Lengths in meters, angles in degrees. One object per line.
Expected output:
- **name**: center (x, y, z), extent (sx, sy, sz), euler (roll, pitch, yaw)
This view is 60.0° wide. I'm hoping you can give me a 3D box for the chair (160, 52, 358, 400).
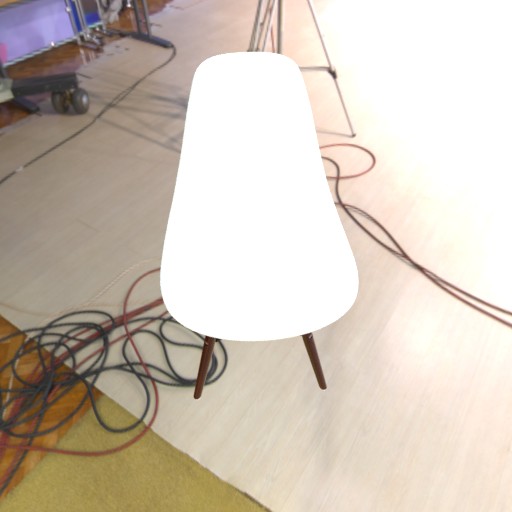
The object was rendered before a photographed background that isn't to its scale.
- **chair**: center (0.000, 0.000, 1.151), extent (0.470, 0.826, 0.533), euler (-4, 47, -3)
